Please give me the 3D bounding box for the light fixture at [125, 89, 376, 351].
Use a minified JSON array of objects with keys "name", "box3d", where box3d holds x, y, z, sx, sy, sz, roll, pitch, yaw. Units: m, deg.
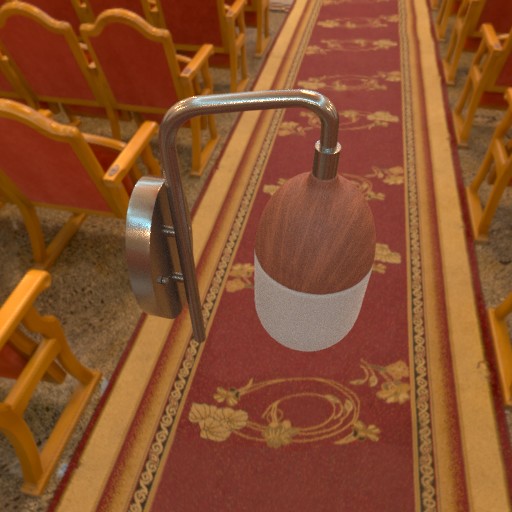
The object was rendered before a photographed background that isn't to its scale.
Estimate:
[{"name":"light fixture","box3d":[0.000,0.000,0.428,0.216,0.343,0.108,9,48,8]}]
